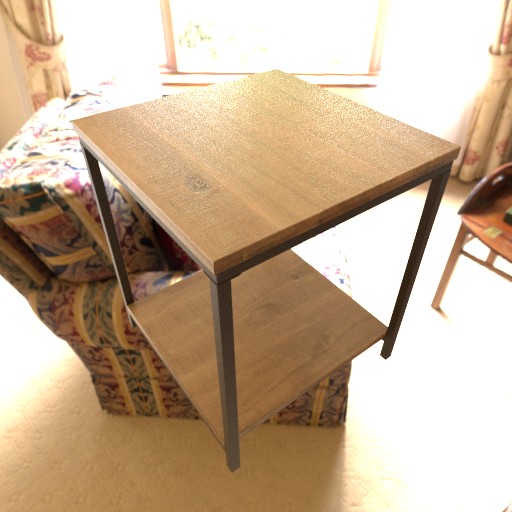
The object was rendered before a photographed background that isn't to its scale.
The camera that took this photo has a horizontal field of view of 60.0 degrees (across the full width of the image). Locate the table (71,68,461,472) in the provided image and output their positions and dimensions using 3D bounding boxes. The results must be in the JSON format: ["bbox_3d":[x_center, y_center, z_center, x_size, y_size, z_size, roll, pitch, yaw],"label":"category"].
[{"bbox_3d":[0.000,0.000,0.995,0.503,0.589,0.507,-26,47,-27],"label":"table"}]
